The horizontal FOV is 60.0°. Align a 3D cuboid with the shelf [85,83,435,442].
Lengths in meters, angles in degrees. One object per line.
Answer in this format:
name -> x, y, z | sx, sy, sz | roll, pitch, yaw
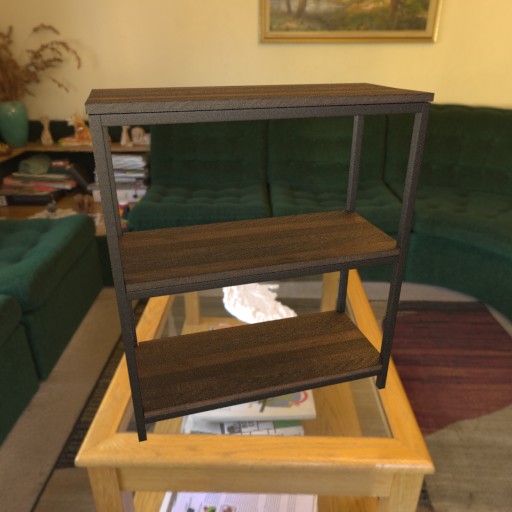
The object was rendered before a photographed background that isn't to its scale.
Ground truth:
shelf -> 0.000, 0.000, 1.353 | 0.822, 0.947, 0.352 | -7, 26, -15
